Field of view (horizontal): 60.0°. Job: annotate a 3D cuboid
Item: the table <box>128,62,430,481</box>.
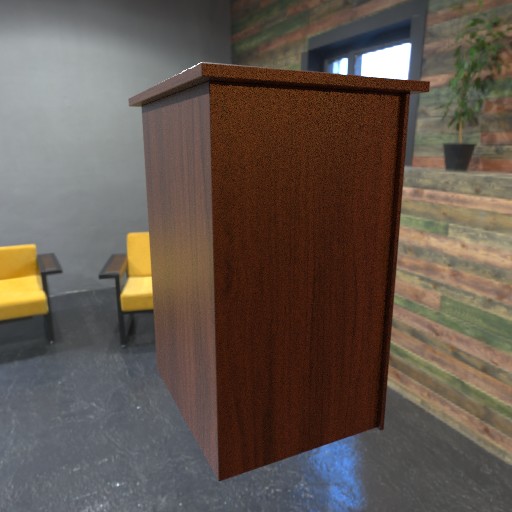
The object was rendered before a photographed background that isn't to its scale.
[{"bbox_3d":[0.000,0.000,0.907,0.381,0.636,0.480,-7,15,-25],"label":"table"}]
